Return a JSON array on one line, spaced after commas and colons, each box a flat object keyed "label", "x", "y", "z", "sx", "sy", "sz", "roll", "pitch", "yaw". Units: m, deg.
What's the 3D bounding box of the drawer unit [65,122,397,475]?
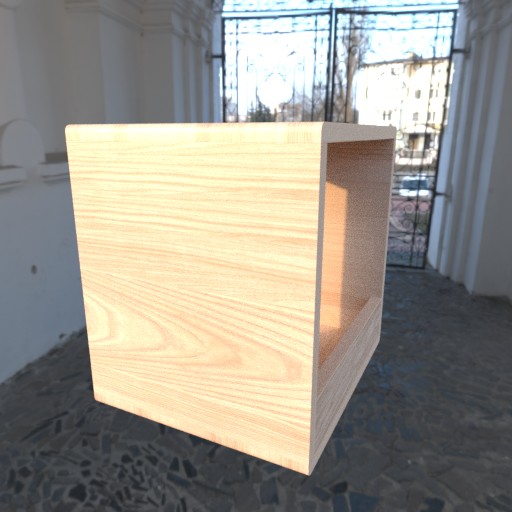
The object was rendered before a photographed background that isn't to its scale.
[{"label": "drawer unit", "x": 0.000, "y": 0.000, "z": 0.610, "sx": 0.290, "sy": 0.344, "sz": 0.344, "roll": 8, "pitch": 17, "yaw": 26}]
